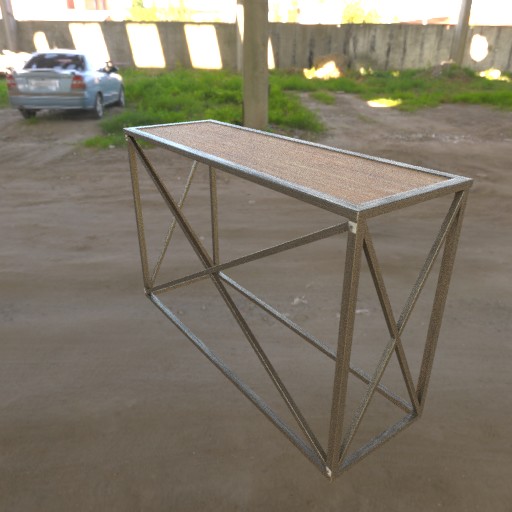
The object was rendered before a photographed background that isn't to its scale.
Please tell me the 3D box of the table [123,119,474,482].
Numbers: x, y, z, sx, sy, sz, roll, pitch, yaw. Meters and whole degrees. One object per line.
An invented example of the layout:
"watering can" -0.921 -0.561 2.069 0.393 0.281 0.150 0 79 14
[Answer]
"table" 0.000 0.000 1.553 0.402 0.753 1.216 -17 30 -32
